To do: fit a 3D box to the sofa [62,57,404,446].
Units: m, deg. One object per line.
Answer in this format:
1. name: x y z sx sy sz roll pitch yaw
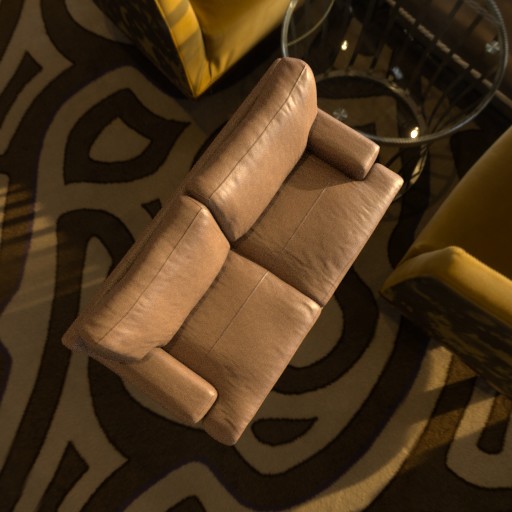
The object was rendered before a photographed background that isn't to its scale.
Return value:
1. sofa: 0.000 0.000 2.448 0.962 0.980 1.855 33 79 8
